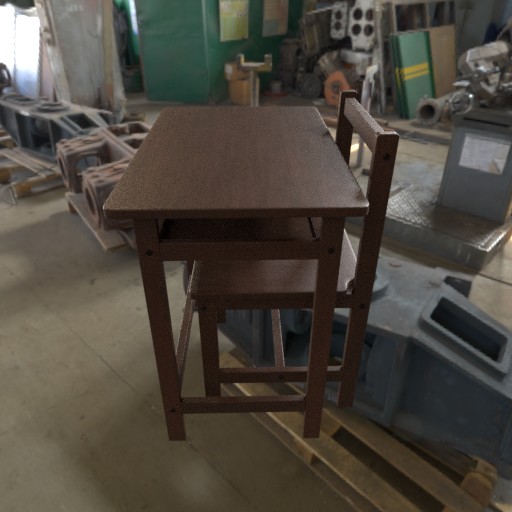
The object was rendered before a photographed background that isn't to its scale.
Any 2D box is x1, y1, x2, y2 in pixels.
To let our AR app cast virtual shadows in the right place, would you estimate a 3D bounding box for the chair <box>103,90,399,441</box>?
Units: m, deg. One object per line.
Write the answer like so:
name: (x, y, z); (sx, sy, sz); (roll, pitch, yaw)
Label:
chair: (0.000, 0.000, 1.039); (0.463, 0.673, 0.599); (-1, 32, -1)
